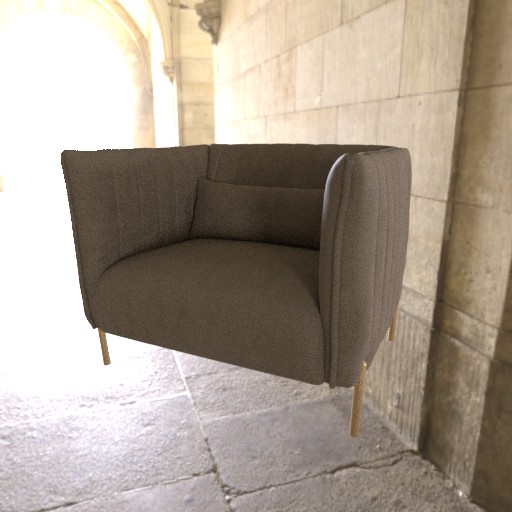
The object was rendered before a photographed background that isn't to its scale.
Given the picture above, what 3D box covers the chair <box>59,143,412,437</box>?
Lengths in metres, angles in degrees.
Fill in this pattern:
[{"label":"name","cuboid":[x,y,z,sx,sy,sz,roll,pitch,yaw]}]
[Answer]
[{"label":"chair","cuboid":[0.000,0.000,1.600,0.981,0.779,0.873,7,17,25]}]
